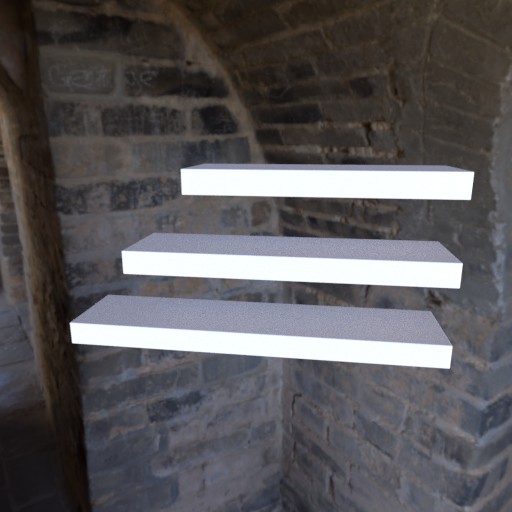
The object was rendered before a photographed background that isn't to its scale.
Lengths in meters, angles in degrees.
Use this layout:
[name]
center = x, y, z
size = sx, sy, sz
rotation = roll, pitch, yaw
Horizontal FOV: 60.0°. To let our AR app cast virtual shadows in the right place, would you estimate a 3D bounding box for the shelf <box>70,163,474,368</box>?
[shelf]
center = 0.000, 0.000, 0.738
size = 0.610, 0.293, 0.140
rotation = 2, 15, 8
